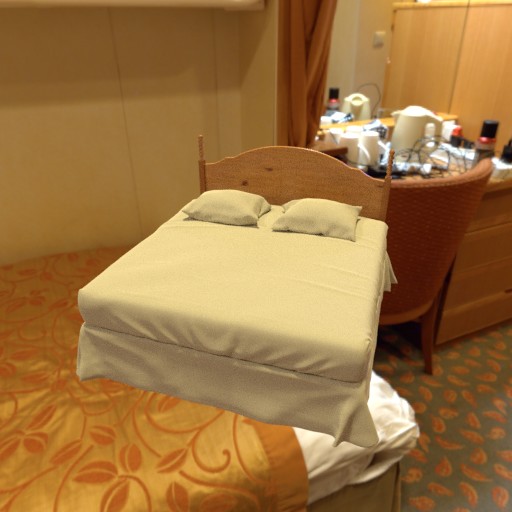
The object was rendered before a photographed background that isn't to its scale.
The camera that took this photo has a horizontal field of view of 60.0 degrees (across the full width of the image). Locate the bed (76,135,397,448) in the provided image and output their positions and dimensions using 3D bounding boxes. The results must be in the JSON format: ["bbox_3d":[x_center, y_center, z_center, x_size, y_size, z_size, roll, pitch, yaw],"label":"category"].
[{"bbox_3d":[0.000,0.000,3.606,2.322,1.355,2.219,9,29,16],"label":"bed"}]
